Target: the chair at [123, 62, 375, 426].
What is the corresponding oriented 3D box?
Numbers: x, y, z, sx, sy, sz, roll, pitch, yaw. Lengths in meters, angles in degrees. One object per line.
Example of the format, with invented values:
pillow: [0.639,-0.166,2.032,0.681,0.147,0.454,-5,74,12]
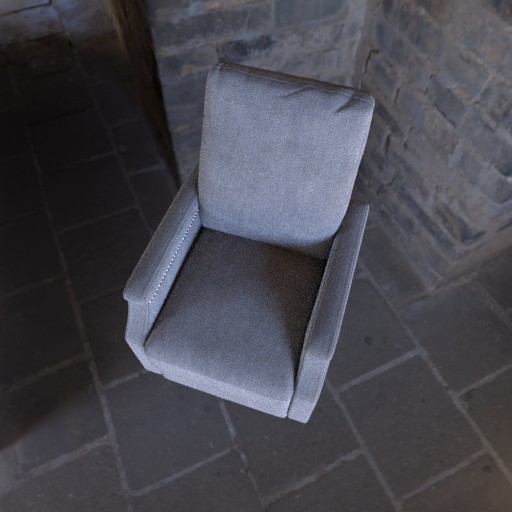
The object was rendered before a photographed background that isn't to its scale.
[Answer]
chair: [0.000,0.000,1.646,0.710,1.049,0.922,16,59,10]
